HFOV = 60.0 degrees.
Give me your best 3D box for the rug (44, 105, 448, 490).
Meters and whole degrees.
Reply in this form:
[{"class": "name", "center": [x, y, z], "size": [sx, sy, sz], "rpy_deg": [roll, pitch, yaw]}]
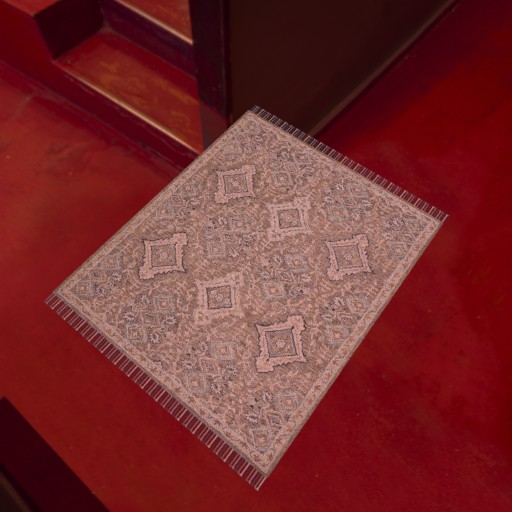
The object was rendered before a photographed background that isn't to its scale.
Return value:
[{"class": "rug", "center": [0.000, 0.000, 4.166], "size": [2.437, 0.010, 3.056], "rpy_deg": [35, 68, 17]}]
